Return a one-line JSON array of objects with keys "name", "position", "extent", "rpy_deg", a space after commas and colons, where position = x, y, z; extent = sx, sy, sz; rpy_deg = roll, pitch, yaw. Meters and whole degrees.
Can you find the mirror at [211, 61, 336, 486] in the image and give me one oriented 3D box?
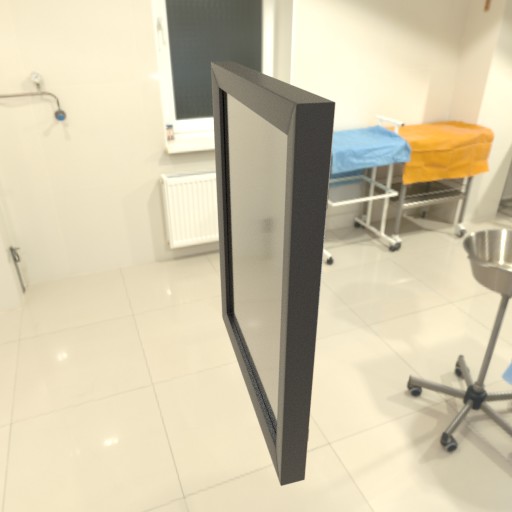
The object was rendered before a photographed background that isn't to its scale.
[{"name": "mirror", "position": [0.000, 0.000, 0.669], "extent": [0.041, 0.508, 0.405], "rpy_deg": [-7, 29, -13]}]
